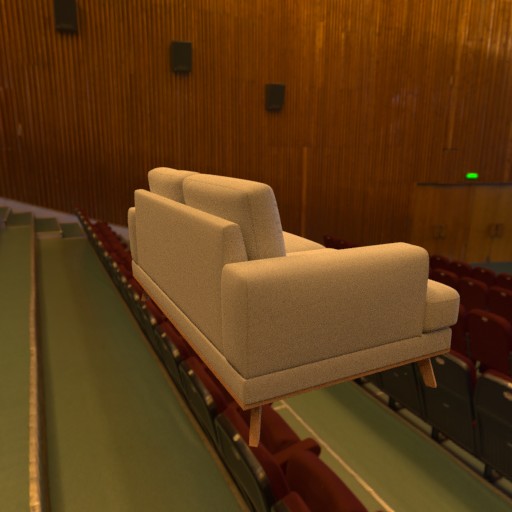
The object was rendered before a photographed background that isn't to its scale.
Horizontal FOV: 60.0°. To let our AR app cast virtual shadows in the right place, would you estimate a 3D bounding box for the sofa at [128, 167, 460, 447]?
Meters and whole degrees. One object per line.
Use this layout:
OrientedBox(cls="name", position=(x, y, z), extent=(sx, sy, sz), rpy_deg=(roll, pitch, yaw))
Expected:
OrientedBox(cls="sofa", position=(0.000, 0.000, 2.149), extent=(0.915, 0.810, 1.651), rpy_deg=(-7, 15, -26))
